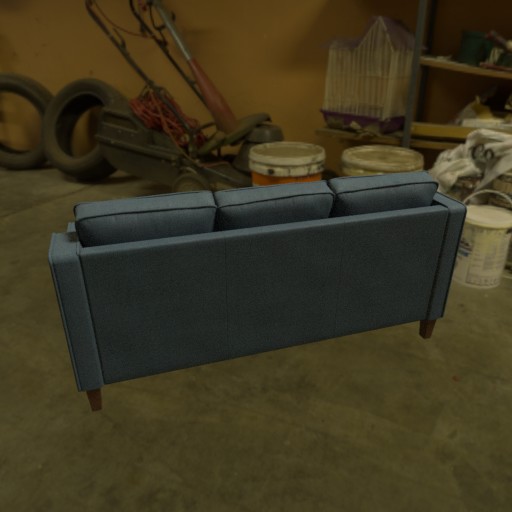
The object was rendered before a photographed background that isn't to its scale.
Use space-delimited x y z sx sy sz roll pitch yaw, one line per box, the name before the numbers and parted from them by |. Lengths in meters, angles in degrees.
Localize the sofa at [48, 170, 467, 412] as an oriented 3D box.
sofa | 0.000 0.000 2.515 1.986 0.974 0.911 -8 26 -16
